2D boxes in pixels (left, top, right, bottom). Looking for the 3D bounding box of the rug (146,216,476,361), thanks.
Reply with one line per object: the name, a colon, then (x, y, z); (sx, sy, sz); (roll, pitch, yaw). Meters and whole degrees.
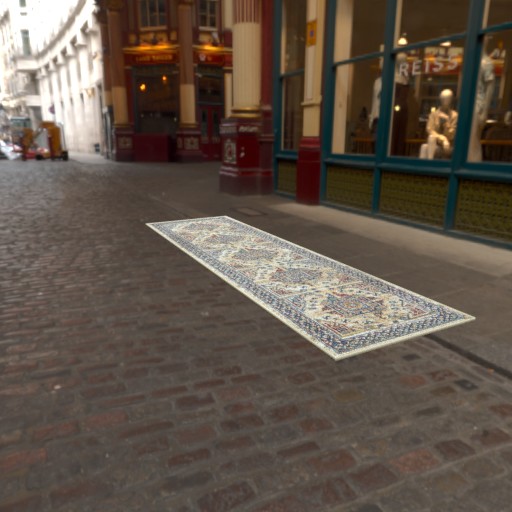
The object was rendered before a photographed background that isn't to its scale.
rug: (0.000, 0.000, 2.497); (0.661, 0.013, 2.297); (-8, 18, -27)
